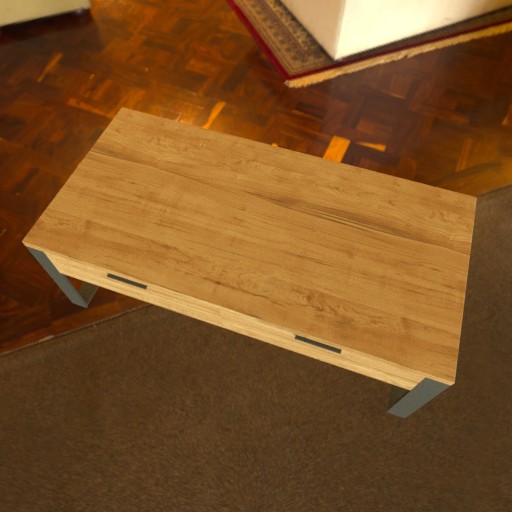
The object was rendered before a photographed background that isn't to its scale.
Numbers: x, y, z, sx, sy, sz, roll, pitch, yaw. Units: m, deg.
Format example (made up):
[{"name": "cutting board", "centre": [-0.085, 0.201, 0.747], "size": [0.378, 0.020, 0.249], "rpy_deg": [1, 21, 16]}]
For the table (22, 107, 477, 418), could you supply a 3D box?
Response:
[{"name": "table", "centre": [0.000, 0.000, 1.441], "size": [1.180, 0.400, 0.590], "rpy_deg": [17, 60, 10]}]
